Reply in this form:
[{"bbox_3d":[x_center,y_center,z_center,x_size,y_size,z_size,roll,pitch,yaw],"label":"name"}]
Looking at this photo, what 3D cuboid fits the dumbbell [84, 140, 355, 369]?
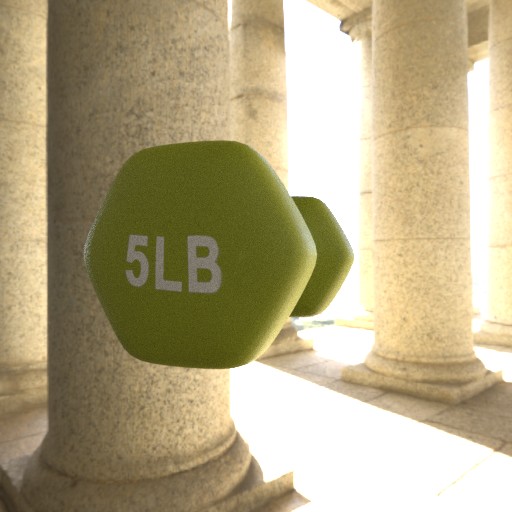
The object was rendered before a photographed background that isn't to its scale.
[{"bbox_3d":[0.000,0.000,0.208,0.080,0.072,0.164,0,0,19],"label":"dumbbell"}]
